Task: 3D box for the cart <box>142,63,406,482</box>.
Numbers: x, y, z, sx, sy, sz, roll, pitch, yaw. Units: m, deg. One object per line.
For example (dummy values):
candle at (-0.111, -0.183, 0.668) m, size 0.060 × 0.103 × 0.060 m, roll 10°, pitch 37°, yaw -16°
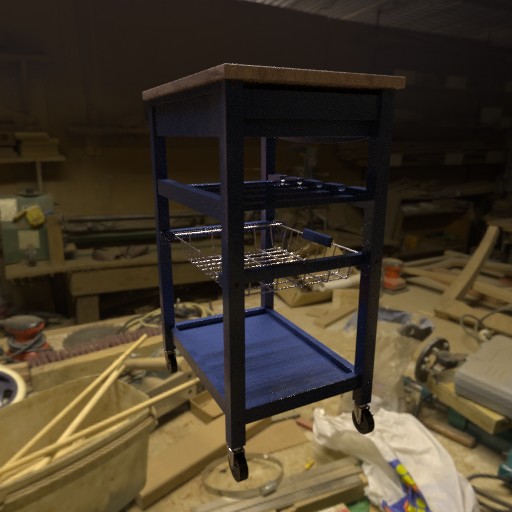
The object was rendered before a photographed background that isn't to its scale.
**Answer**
cart at (0.000, 0.000, 1.163) m, size 0.403 × 0.839 × 0.584 m, roll -8°, pitch 17°, yaw -26°
